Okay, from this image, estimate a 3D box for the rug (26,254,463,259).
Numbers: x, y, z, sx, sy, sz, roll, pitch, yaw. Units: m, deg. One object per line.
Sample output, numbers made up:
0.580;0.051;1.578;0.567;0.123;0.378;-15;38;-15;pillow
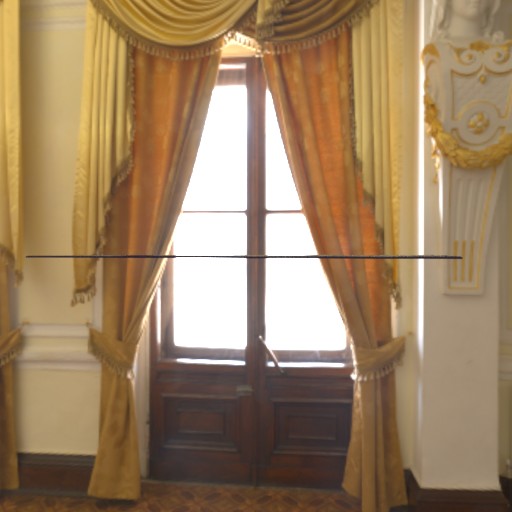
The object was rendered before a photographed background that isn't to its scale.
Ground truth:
0.000;0.000;2.260;1.781;0.012;1.184;0;0;18;rug
